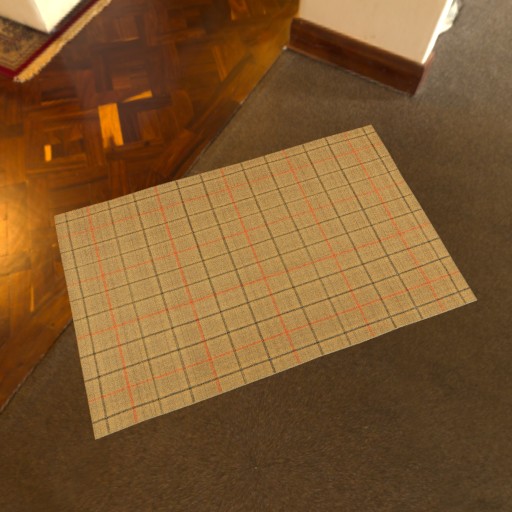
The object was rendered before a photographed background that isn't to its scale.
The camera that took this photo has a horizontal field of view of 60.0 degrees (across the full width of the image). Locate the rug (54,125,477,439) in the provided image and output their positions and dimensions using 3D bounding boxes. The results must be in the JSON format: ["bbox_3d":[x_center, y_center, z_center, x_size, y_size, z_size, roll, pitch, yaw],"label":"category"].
[{"bbox_3d":[0.000,0.000,2.945,2.439,0.015,1.524,-18,66,-8],"label":"rug"}]
